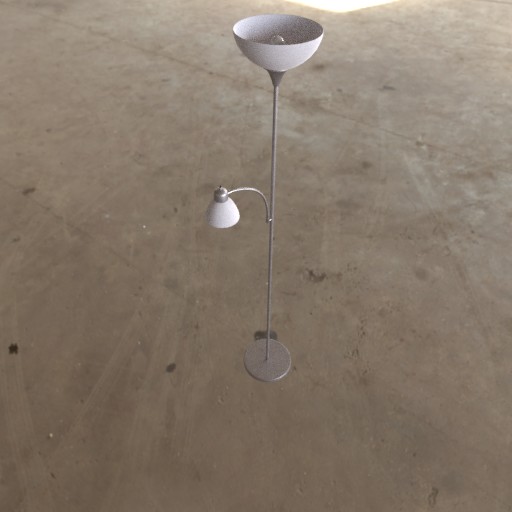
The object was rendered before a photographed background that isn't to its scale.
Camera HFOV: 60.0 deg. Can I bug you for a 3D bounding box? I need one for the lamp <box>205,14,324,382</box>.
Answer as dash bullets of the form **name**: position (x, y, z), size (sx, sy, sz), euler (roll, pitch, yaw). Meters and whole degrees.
- **lamp**: position (0.000, 0.000, 1.911), size (0.425, 1.804, 0.279), euler (-24, 50, -22)
